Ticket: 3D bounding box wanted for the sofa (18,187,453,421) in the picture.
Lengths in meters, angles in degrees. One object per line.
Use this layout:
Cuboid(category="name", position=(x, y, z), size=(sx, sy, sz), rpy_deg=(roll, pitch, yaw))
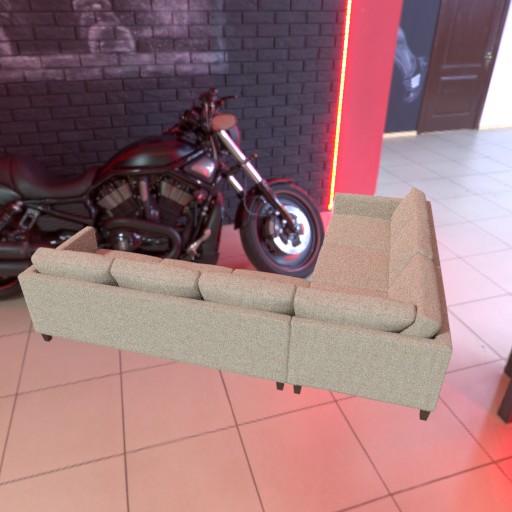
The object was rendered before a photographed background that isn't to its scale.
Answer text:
Cuboid(category="sofa", position=(0.000, 0.000, 4.189), size=(3.182, 0.863, 2.432), rpy_deg=(8, 31, 13))
